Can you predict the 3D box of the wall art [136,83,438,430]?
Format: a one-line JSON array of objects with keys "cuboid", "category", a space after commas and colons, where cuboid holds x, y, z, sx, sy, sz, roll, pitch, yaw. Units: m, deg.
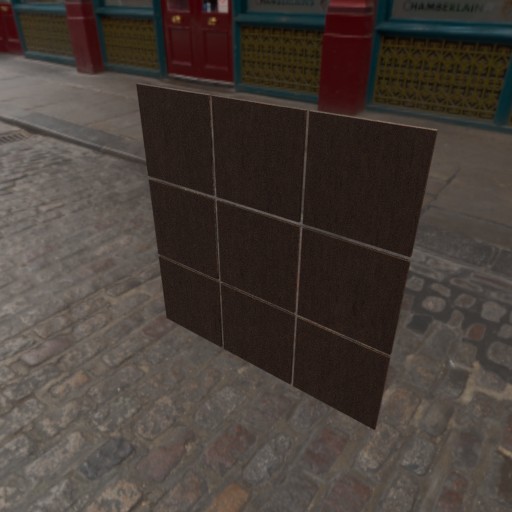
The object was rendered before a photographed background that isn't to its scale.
[{"cuboid": [0.000, 0.000, 2.277, 1.527, 1.525, 0.014, 21, 36, 31], "category": "wall art"}]
